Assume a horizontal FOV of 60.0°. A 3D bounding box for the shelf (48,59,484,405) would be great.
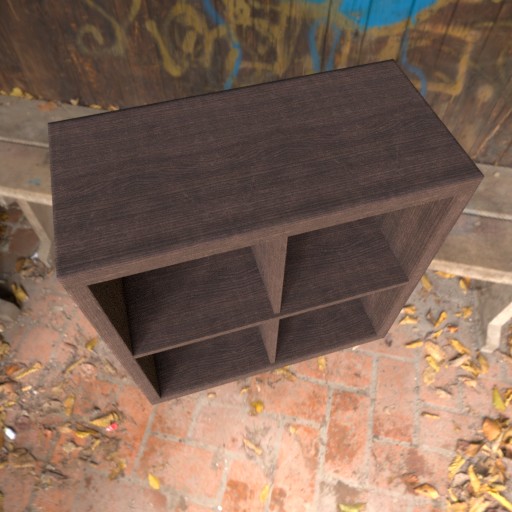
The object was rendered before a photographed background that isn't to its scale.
[{"bbox_3d":[0.000,0.000,1.212,0.790,0.786,0.390,-14,58,-9],"label":"shelf"}]
